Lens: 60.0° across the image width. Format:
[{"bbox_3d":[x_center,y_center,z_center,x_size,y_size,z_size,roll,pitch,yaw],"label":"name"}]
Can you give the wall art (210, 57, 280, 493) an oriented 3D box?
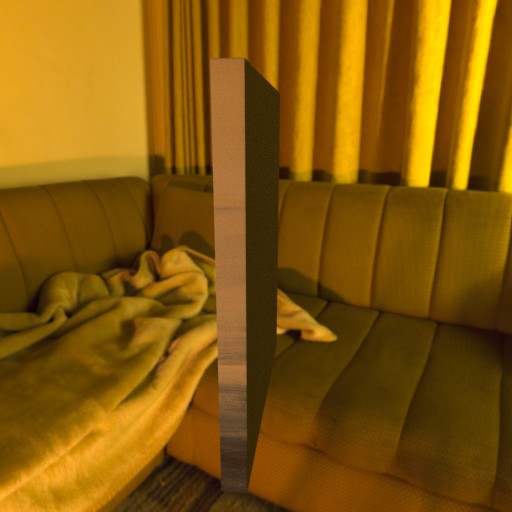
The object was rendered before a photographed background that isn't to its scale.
[{"bbox_3d":[0.000,0.000,0.825,0.040,0.608,0.489,2,16,7],"label":"wall art"}]
